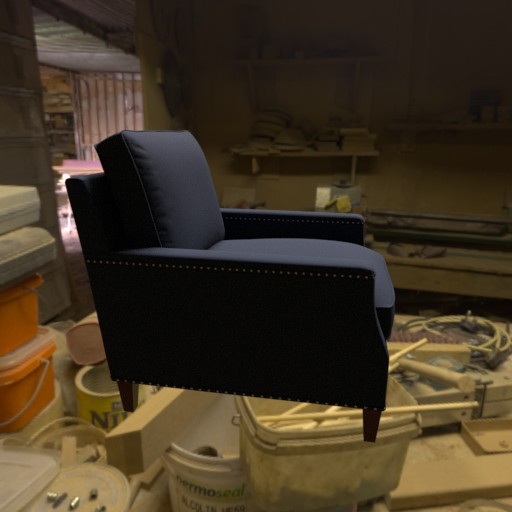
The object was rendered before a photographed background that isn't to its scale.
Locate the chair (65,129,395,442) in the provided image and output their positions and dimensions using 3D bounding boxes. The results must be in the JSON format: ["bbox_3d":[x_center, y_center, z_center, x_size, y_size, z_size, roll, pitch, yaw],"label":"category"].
[{"bbox_3d":[0.000,0.000,1.719,1.014,0.943,0.853,3,16,11],"label":"chair"}]
